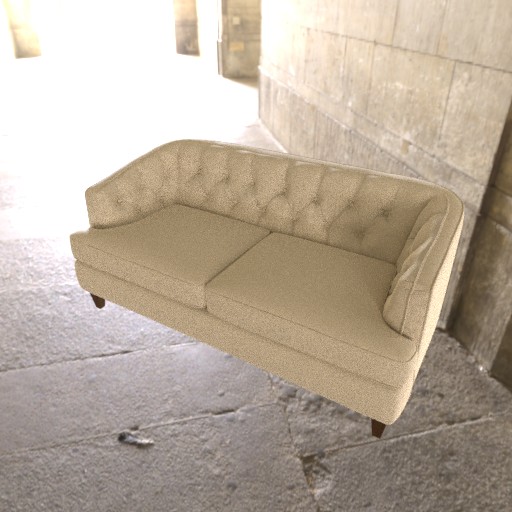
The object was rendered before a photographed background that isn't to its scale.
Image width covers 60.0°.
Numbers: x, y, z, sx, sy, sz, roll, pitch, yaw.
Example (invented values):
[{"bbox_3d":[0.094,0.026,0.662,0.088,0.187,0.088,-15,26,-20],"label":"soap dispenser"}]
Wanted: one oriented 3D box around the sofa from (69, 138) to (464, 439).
[{"bbox_3d":[0.000,0.000,2.207,1.733,0.855,0.941,17,35,27],"label":"sofa"}]
